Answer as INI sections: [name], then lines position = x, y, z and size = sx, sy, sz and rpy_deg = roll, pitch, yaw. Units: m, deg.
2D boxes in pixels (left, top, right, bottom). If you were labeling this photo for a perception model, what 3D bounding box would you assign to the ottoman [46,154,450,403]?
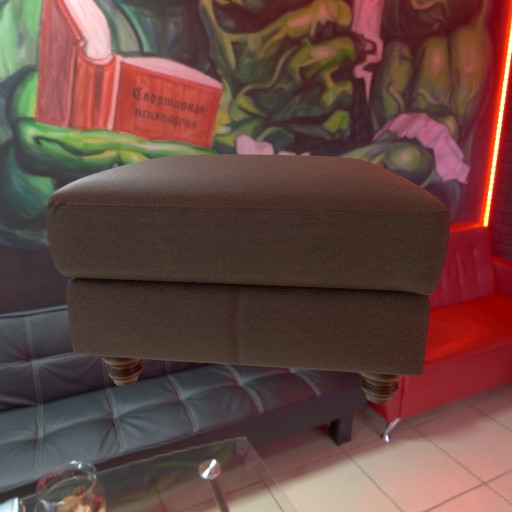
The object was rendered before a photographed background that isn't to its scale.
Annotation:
[ottoman]
position = 0.000, 0.000, 1.143
size = 0.787, 0.508, 0.635
rpy_deg = 2, 15, 7
